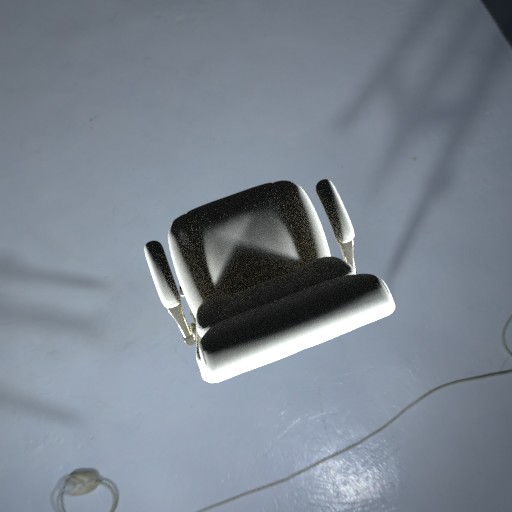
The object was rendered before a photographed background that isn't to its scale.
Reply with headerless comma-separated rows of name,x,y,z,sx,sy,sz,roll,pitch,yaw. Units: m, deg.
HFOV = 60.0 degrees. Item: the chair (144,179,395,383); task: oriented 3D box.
chair,0.000,0.000,1.679,0.740,1.110,0.794,-23,77,-6
